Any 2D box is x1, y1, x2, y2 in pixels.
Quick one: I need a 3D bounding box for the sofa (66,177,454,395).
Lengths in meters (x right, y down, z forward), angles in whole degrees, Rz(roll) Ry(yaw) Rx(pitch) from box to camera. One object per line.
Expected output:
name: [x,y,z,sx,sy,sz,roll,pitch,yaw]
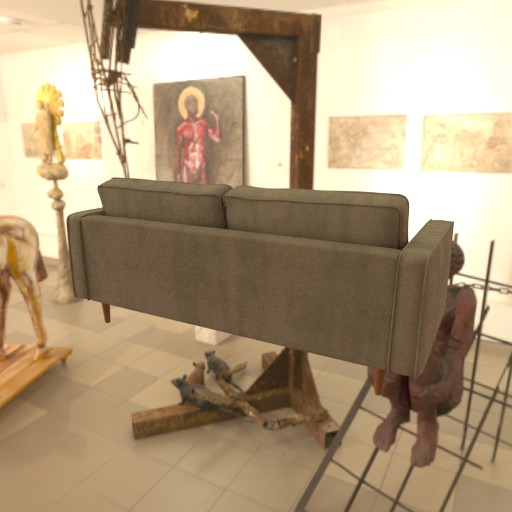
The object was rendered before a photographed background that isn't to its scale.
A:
sofa: [0.000,0.000,2.429,1.920,0.825,0.924,8,17,27]
